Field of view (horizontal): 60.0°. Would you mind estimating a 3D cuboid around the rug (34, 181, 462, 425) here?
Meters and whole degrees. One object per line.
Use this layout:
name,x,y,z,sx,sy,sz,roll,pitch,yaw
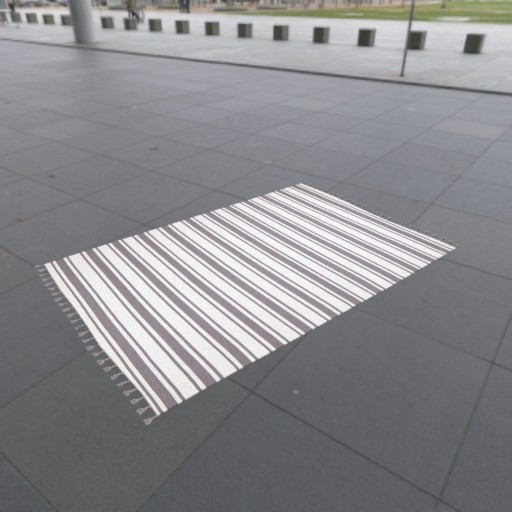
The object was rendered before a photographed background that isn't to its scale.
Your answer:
rug,0.000,0.000,2.954,2.425,0.014,1.563,-22,37,-32
